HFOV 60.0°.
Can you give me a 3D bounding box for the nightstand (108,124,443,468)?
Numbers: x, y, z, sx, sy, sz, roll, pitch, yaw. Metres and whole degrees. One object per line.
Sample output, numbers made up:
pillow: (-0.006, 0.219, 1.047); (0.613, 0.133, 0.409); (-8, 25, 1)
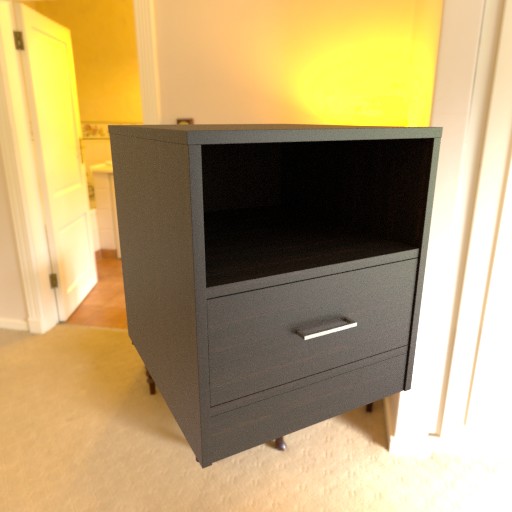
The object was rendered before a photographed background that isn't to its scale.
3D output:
nightstand: (0.000, 0.000, 0.817); (0.400, 0.460, 0.461); (-9, 19, -27)
